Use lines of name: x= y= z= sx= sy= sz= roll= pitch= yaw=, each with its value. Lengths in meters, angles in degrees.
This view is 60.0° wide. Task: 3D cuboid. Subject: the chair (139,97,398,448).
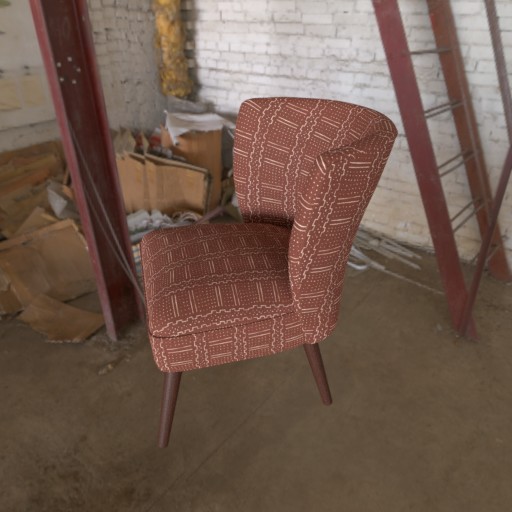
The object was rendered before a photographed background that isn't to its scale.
chair: x=0.000 y=0.000 z=1.411 sx=0.758 sy=0.866 sz=0.706 roll=-8 pitch=31 yaw=-14
